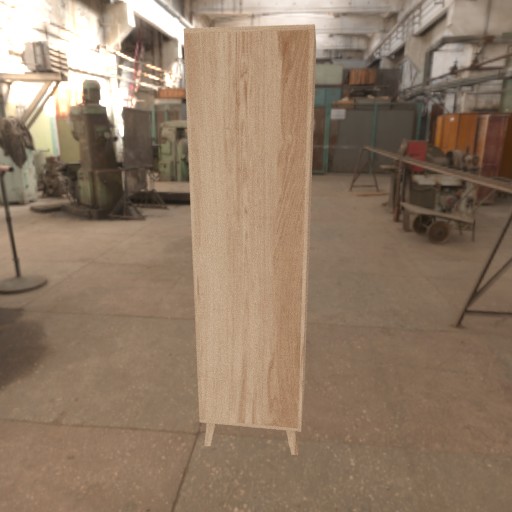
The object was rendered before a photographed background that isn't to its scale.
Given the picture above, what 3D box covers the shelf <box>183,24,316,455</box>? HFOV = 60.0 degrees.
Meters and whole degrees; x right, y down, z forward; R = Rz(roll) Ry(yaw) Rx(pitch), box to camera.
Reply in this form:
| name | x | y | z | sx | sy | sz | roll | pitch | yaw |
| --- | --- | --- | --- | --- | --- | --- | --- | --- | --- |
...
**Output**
| name | x | y | z | sx | sy | sz | roll | pitch | yaw |
| --- | --- | --- | --- | --- | --- | --- | --- | --- | --- |
| shelf | 0.000 | 0.000 | 2.183 | 0.510 | 1.960 | 0.450 | 2 | 16 | 8 |
